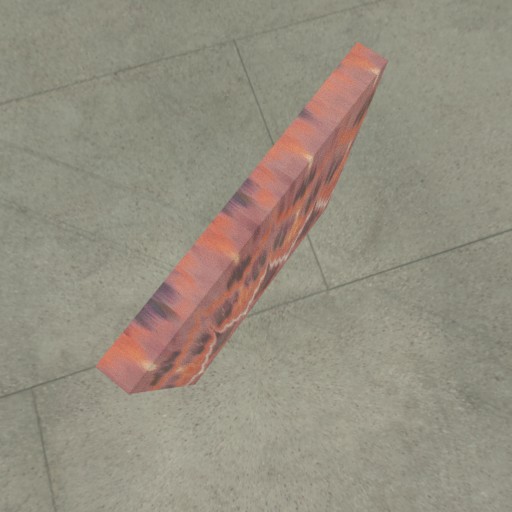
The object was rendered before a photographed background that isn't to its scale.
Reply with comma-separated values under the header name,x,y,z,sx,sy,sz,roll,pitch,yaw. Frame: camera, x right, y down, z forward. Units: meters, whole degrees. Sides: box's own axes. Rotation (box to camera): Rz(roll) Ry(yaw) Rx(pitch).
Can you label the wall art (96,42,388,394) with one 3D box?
name,x,y,z,sx,sy,sz,roll,pitch,yaw
wall art,0.000,0.000,0.606,0.038,0.406,0.403,35,78,9
